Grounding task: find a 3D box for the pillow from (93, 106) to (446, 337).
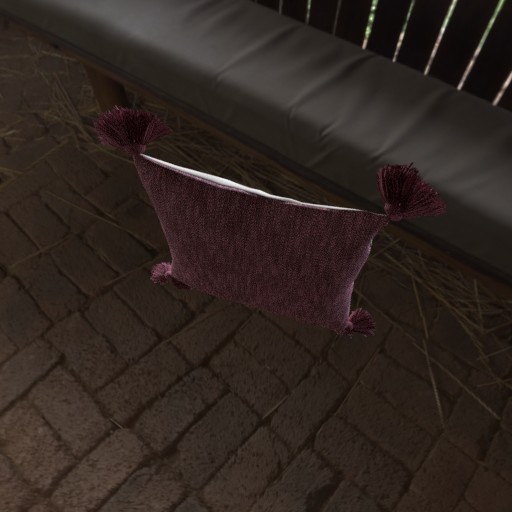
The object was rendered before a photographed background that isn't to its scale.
[{"bbox_3d":[0.000,0.000,0.975,0.641,0.659,0.138,16,60,9],"label":"pillow"}]
